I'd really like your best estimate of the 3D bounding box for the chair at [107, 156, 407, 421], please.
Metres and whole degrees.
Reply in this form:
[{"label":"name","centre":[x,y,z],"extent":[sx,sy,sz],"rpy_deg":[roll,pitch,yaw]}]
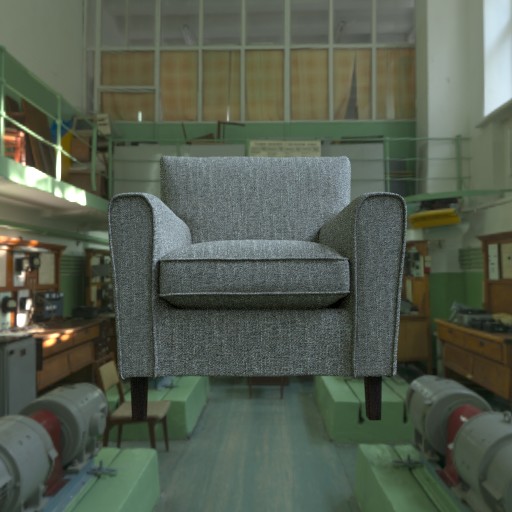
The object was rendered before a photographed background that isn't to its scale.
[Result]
[{"label":"chair","centre":[0.000,0.000,1.596],"extent":[0.864,0.928,0.873],"rpy_deg":[0,-2,0]}]
